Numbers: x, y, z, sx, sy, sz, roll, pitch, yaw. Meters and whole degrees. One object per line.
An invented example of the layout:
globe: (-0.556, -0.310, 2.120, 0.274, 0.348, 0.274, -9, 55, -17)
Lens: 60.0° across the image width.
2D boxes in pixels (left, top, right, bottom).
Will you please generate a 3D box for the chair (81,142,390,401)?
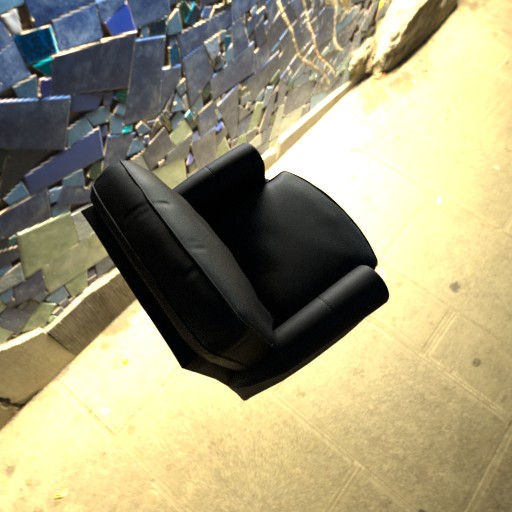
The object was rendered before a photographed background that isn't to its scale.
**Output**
chair: (0.000, 0.000, 1.796, 0.986, 1.018, 0.936, -32, 65, -17)
